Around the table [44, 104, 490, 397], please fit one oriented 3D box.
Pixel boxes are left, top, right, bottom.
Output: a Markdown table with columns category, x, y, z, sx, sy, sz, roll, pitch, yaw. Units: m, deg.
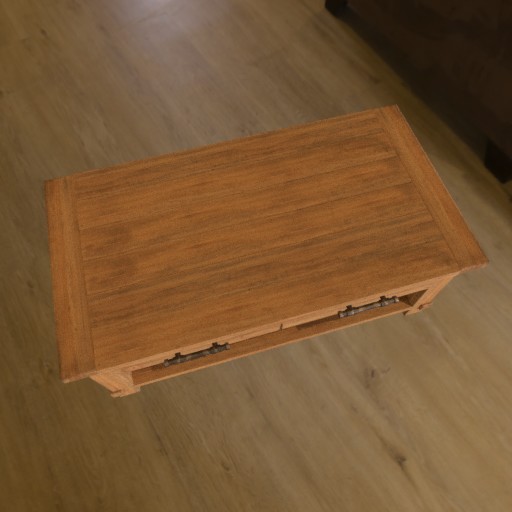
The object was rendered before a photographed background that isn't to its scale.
| category | x | y | z | sx | sy | sz | roll | pitch | yaw |
| --- | --- | --- | --- | --- | --- | --- | --- | --- | --- |
| table | 0.000 | 0.000 | 1.615 | 1.270 | 0.494 | 0.693 | -14 | 63 | -7 |
